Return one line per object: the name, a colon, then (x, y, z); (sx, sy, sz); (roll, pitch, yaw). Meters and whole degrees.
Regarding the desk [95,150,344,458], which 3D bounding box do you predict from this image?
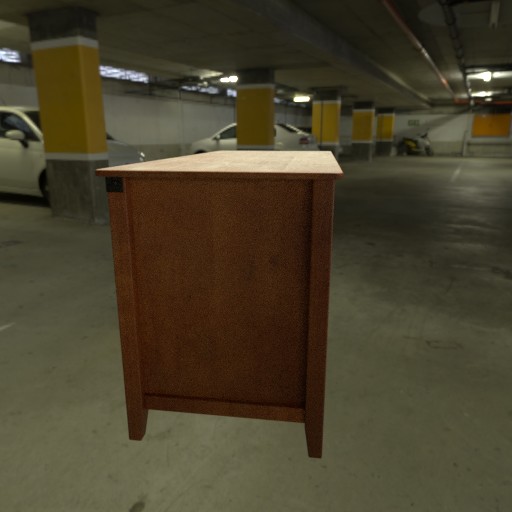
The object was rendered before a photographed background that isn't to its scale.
desk: (0.000, 0.000, 1.732); (0.574, 0.756, 1.353); (2, 15, 8)
